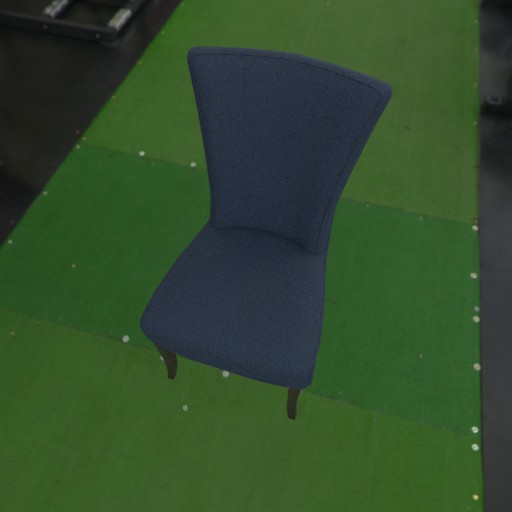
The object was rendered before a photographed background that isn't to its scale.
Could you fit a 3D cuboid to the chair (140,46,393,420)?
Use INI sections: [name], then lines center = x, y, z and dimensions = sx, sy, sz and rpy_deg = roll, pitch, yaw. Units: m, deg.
[chair]
center = 0.000, 0.000, 1.353
dimensions = 0.520, 0.991, 0.660
rpy_deg = 15, 58, 10
